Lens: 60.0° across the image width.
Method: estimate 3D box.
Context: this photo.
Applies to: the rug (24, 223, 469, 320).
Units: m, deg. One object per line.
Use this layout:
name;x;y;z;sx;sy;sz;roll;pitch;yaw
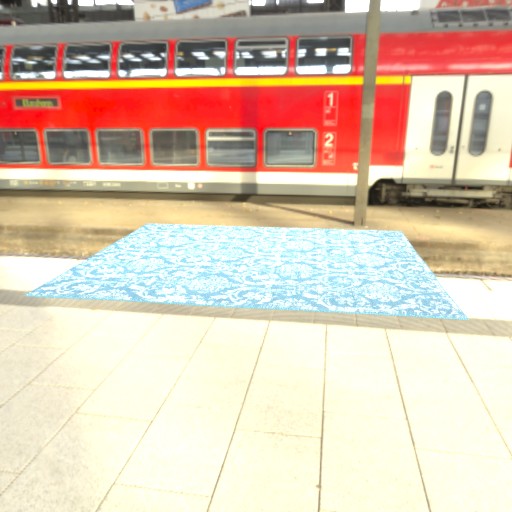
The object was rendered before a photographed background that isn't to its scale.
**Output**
rug;0.000;0.000;4.054;2.980;0.012;2.363;2;17;7
